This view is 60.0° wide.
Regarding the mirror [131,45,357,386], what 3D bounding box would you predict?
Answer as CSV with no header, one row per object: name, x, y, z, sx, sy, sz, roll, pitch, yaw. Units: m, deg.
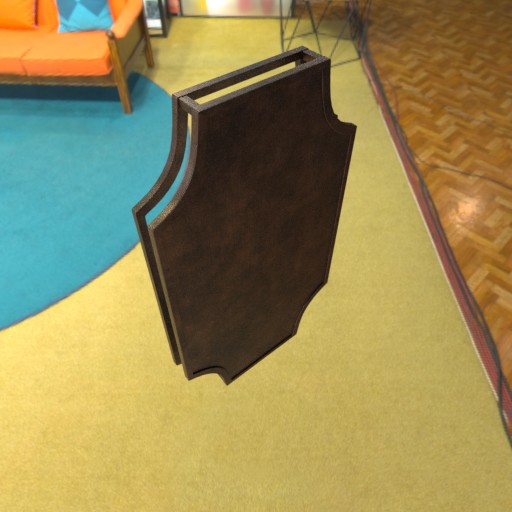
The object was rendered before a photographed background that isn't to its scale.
mirror,0.000,0.000,0.969,0.462,0.811,0.066,-31,55,-25
